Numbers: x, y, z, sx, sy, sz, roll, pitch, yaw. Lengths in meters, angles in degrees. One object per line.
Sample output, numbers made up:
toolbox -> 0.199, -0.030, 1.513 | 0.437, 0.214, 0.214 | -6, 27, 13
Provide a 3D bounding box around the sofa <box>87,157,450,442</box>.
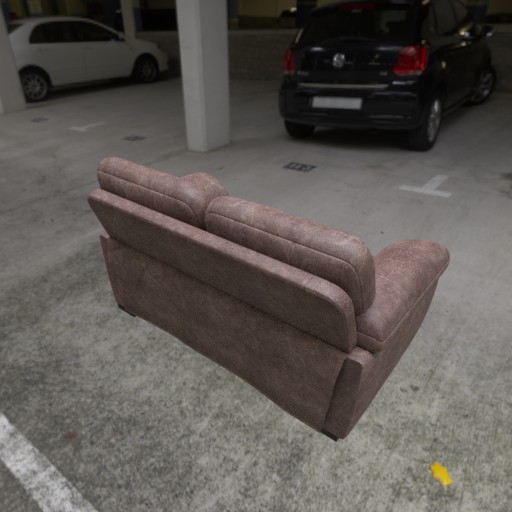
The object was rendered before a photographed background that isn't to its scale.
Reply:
sofa -> 0.000, 0.000, 2.411 | 1.753, 0.991, 0.991 | 22, 38, 32
